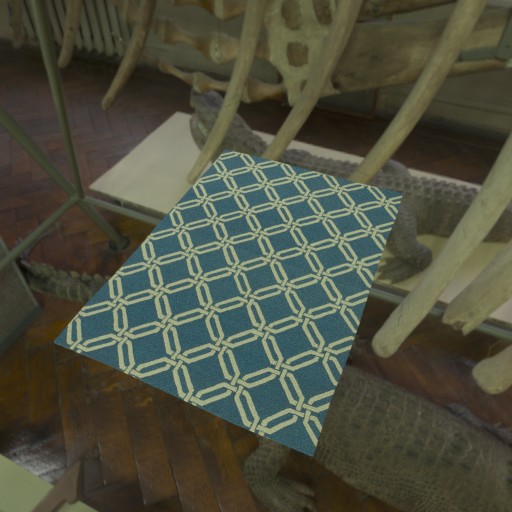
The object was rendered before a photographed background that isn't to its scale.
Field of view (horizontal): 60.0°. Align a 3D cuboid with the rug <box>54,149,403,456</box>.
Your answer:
[{"bbox_3d":[0.000,0.000,2.909,1.524,0.013,2.135,18,48,16],"label":"rug"}]
